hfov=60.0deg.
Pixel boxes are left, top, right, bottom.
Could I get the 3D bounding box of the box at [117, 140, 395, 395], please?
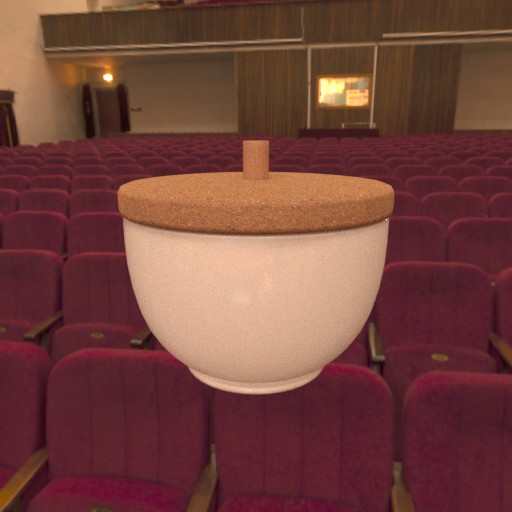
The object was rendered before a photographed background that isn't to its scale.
[{"bbox_3d":[0.000,0.000,0.186,0.107,0.094,0.107,0,15,0],"label":"box"}]
